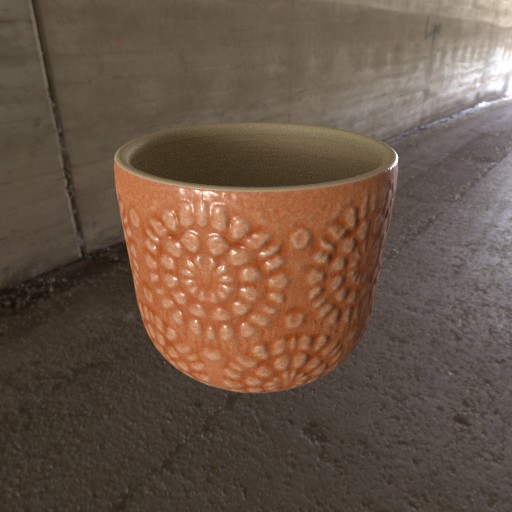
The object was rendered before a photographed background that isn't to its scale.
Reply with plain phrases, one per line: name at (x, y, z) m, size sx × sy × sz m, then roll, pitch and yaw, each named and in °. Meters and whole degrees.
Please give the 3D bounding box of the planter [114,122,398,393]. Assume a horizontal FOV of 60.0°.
planter at (0.000, 0.000, 0.222) m, size 0.124 × 0.109 × 0.124 m, roll 0°, pitch 27°, yaw 0°
